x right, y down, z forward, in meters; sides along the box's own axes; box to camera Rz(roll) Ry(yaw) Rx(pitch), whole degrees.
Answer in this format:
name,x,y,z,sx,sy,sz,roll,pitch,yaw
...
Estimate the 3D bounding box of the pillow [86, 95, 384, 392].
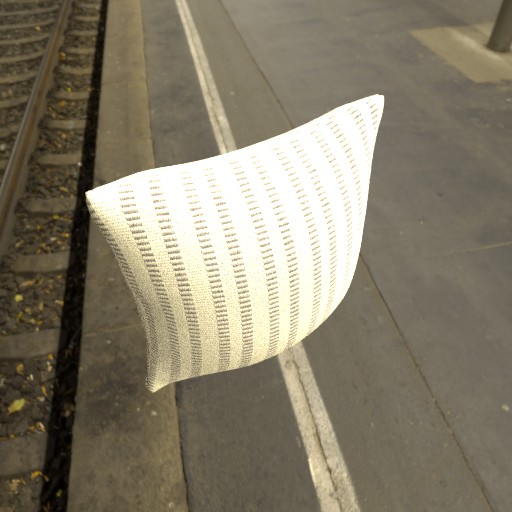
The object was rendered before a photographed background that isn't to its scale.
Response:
name,x,y,z,sx,sy,sz,roll,pitch,yaw
pillow,0.000,0.000,0.694,0.438,0.419,0.247,-25,50,-23
